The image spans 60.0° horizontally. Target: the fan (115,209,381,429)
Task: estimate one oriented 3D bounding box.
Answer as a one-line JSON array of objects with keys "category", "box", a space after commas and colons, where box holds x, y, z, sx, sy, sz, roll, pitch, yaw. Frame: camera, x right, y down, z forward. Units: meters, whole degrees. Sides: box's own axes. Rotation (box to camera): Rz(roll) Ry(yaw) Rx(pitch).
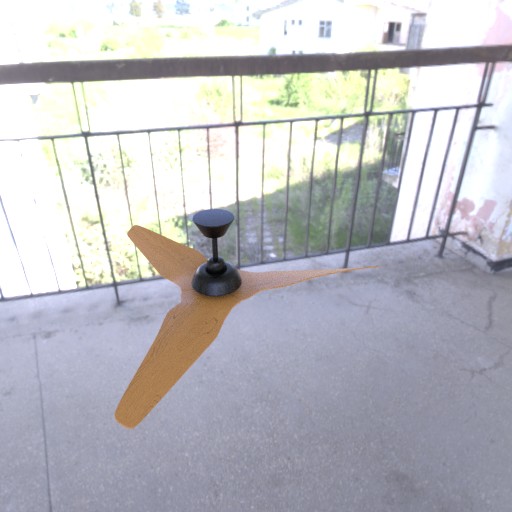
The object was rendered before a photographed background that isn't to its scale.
[{"category": "fan", "box": [0.000, 0.000, 1.642, 1.010, 0.355, 1.142, -7, 31, -12]}]
